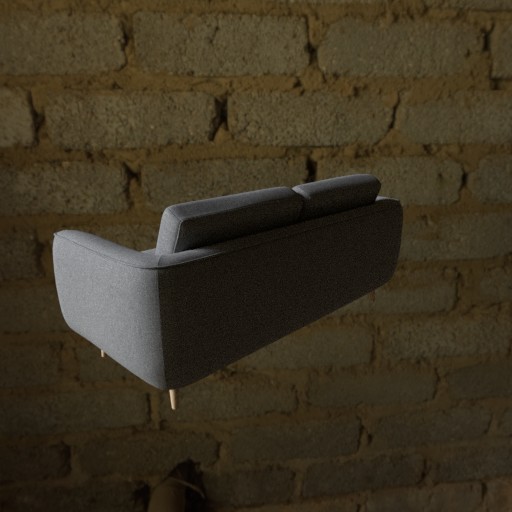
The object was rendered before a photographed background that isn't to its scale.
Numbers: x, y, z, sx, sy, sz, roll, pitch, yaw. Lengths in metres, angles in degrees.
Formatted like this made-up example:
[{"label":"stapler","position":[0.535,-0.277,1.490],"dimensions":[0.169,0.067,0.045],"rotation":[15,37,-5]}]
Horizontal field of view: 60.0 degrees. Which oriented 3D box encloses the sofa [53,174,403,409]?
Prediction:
[{"label":"sofa","position":[0.000,0.000,2.536],"dimensions":[0.920,0.870,2.000],"rotation":[16,23,42]}]
